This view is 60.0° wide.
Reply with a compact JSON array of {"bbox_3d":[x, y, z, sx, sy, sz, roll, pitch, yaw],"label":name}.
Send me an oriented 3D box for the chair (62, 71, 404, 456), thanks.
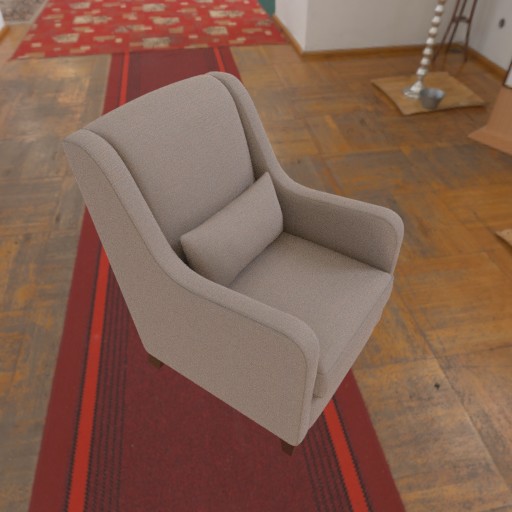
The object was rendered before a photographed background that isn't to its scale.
[{"bbox_3d":[0.000,0.000,1.608,0.896,1.017,0.715,25,47,26],"label":"chair"}]
